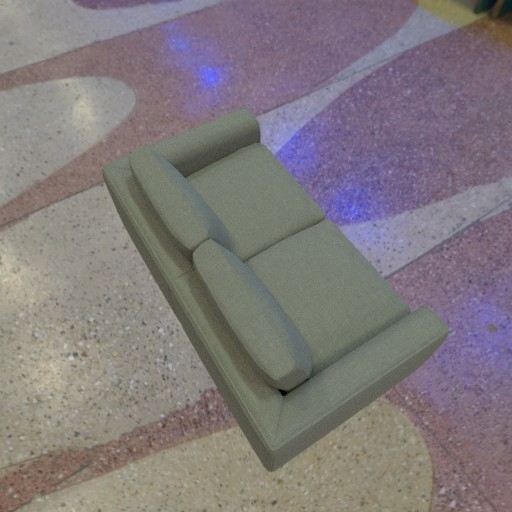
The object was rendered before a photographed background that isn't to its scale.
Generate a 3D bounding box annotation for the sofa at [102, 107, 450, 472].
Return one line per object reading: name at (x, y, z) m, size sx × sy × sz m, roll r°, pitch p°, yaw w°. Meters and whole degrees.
sofa at (0.000, 0.000, 2.518) m, size 1.069 × 0.800 × 1.920 m, roll -28°, pitch 62°, yaw -16°
